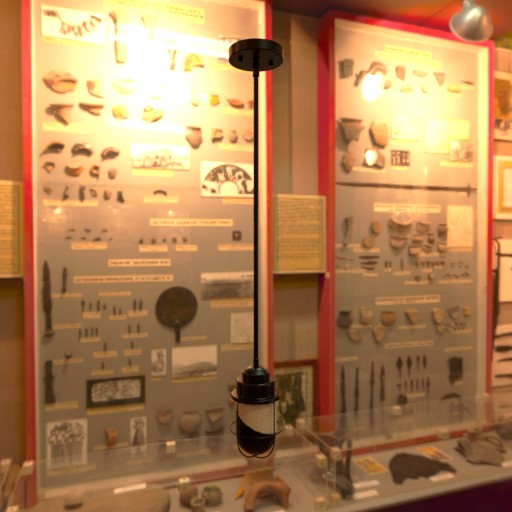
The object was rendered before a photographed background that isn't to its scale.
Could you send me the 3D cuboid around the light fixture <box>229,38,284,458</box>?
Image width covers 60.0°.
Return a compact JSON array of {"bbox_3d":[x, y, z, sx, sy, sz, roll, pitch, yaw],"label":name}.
[{"bbox_3d":[0.000,0.000,1.005,0.123,0.920,0.123,0,1,-18],"label":"light fixture"}]
